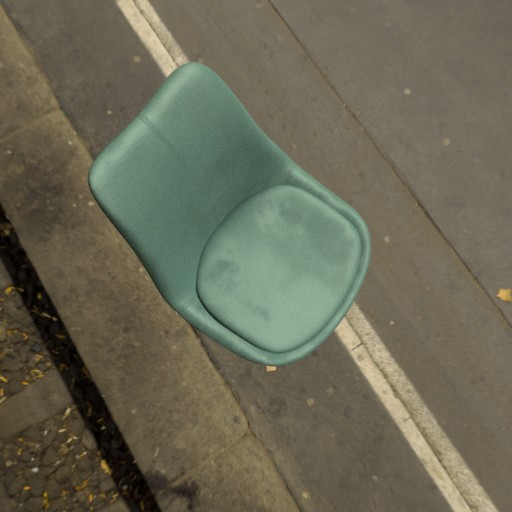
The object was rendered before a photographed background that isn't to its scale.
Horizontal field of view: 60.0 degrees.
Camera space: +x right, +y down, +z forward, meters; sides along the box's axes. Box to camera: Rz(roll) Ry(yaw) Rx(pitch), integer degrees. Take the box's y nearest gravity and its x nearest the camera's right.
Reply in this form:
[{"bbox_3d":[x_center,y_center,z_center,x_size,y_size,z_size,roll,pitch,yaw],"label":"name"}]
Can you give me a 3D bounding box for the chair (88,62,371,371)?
[{"bbox_3d":[0.000,0.000,1.169,0.547,0.865,0.483,36,79,8],"label":"chair"}]
